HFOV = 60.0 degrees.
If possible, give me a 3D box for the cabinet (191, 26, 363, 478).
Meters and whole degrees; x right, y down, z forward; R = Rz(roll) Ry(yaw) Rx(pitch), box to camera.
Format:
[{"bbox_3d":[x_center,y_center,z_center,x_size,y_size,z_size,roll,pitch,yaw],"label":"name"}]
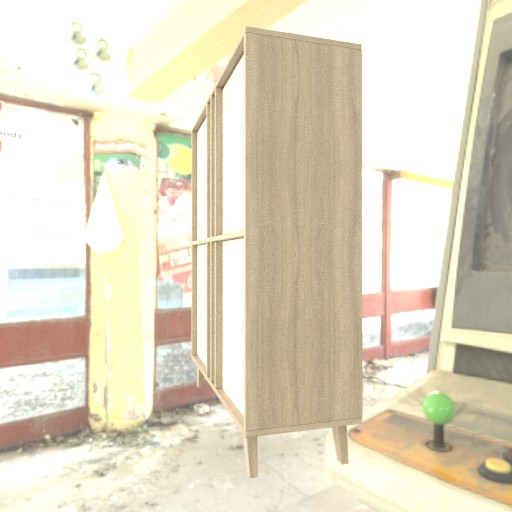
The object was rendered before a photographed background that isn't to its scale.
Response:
[{"bbox_3d":[0.000,0.000,1.927,0.398,1.388,1.111,0,0,-17],"label":"cabinet"}]
